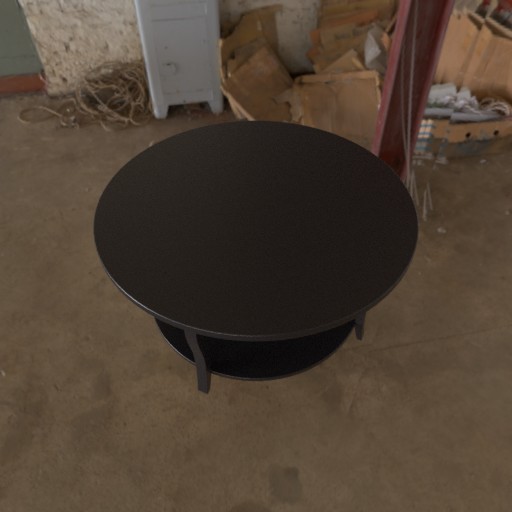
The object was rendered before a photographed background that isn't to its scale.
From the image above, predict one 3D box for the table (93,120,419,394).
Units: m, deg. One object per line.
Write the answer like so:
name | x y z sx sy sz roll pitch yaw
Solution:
table | 0.000 0.000 1.447 0.914 0.457 0.914 0 47 0
